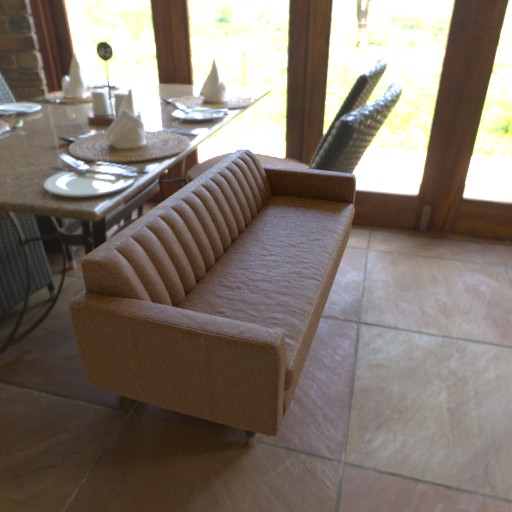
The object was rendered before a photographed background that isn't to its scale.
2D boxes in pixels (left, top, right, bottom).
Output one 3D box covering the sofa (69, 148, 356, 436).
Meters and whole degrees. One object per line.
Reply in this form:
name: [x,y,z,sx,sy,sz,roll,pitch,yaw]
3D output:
sofa: [0.000,0.000,2.824,0.990,0.821,2.291,9,30,16]
